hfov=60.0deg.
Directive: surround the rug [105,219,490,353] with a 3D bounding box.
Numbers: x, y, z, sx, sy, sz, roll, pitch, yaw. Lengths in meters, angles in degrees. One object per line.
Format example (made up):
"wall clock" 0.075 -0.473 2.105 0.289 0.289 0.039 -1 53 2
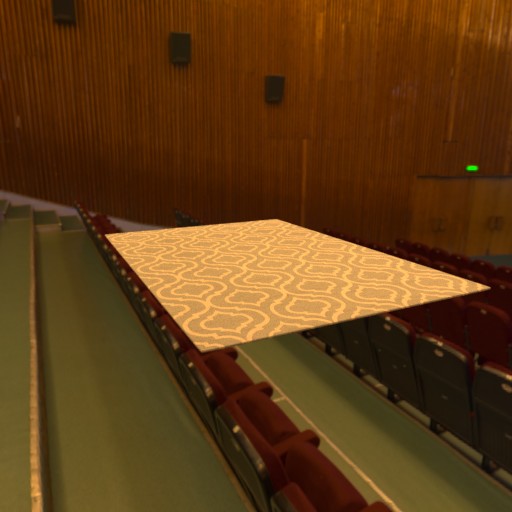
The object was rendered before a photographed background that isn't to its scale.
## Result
"rug" 0.000 0.000 2.681 1.451 0.010 2.080 -7 16 -26
